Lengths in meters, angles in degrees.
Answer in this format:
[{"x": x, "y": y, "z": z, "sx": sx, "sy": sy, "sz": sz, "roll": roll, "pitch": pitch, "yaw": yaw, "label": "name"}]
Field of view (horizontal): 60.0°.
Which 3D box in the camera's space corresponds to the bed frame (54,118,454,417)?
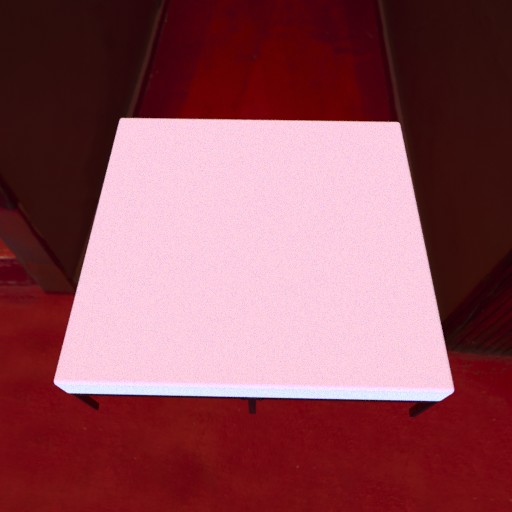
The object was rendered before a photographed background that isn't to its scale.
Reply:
[{"x": 0.000, "y": 0.000, "z": 3.036, "sx": 2.079, "sy": 0.659, "sz": 1.963, "roll": 1, "pitch": 59, "yaw": 1, "label": "bed frame"}]
